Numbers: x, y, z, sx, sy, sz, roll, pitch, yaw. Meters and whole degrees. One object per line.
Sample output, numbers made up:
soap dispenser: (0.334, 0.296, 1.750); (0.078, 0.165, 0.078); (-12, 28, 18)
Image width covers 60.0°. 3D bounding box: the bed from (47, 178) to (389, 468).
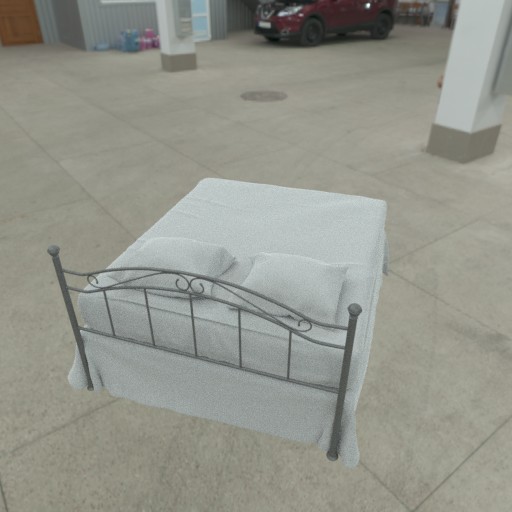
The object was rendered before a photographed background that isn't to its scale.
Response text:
bed: (0.000, 0.000, 3.259); (1.936, 1.080, 2.215); (10, 34, 15)
